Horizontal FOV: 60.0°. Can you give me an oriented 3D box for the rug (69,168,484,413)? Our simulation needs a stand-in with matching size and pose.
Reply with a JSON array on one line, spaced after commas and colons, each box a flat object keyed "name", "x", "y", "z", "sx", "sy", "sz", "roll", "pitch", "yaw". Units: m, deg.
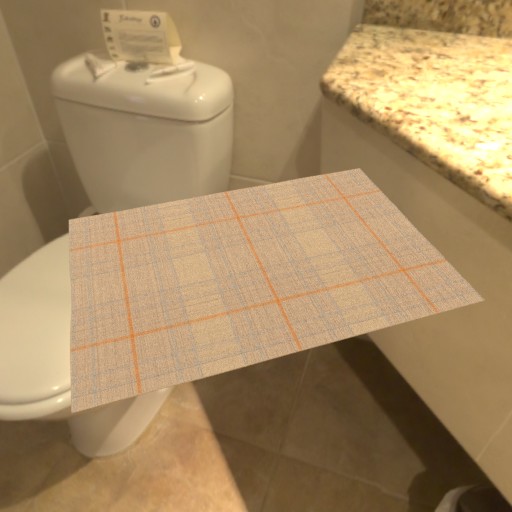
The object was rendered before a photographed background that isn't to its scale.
[{"name": "rug", "x": 0.000, "y": 0.000, "z": 2.272, "sx": 1.825, "sy": 0.015, "sz": 1.232, "roll": -12, "pitch": 43, "yaw": -13}]
